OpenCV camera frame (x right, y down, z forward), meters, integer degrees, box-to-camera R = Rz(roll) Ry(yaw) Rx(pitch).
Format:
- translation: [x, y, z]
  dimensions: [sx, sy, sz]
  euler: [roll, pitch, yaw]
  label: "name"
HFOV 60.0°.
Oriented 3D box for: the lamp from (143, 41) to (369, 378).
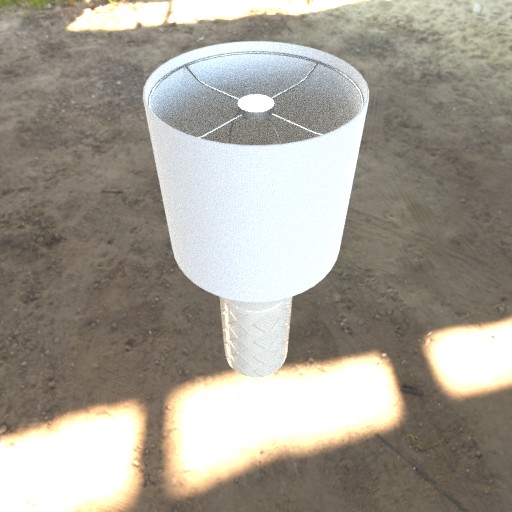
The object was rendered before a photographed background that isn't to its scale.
- translation: [0.000, 0.000, 0.577]
  dimensions: [0.207, 0.461, 0.207]
  euler: [33, 55, 27]
  label: "lamp"
